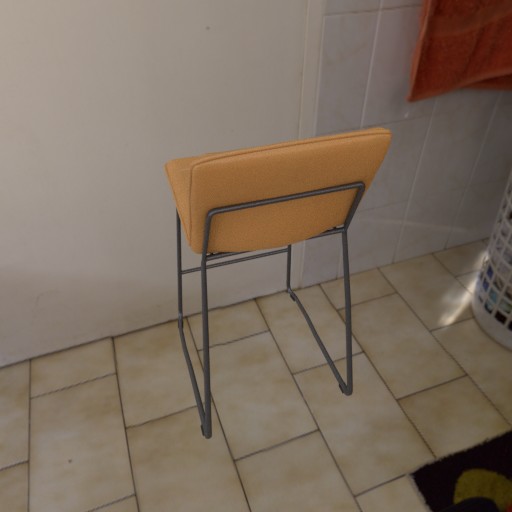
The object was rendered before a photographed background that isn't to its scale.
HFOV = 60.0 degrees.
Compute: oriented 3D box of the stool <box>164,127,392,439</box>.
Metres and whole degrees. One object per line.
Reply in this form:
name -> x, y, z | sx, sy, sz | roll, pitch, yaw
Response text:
stool -> 0.000, 0.000, 1.256 | 0.489, 0.936, 0.524 | -12, 43, -13
